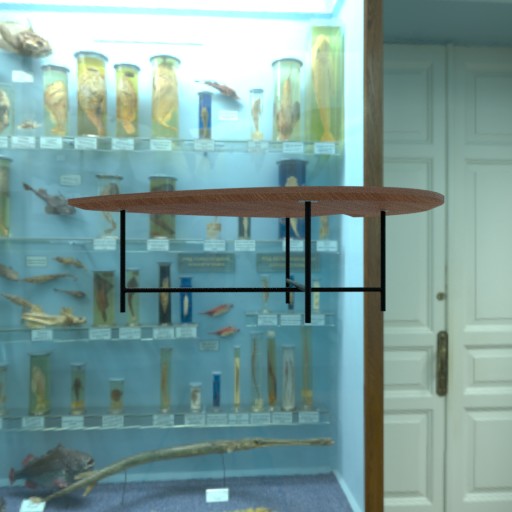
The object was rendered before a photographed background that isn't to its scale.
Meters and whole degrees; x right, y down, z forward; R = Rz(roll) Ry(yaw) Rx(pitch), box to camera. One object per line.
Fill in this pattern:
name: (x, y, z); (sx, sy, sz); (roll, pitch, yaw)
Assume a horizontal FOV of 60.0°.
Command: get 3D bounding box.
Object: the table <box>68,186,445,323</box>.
table: (0.000, 0.000, 1.432); (1.199, 0.360, 0.598); (0, 0, -2)
